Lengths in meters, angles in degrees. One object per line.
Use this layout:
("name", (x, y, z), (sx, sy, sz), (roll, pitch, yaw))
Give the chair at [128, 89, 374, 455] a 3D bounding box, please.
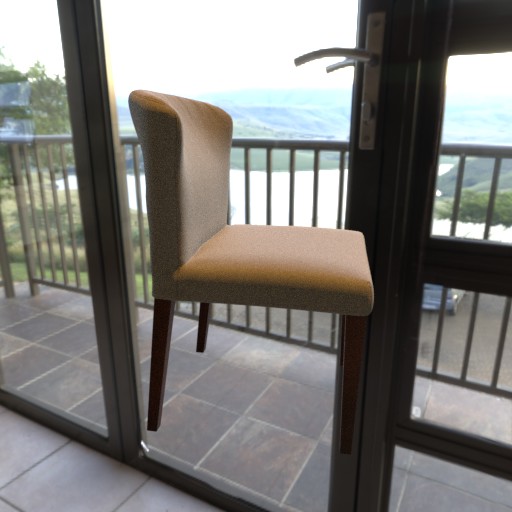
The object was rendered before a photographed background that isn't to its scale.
("chair", (0.000, 0.000, 1.189), (0.592, 0.839, 0.491), (3, 17, 10))
